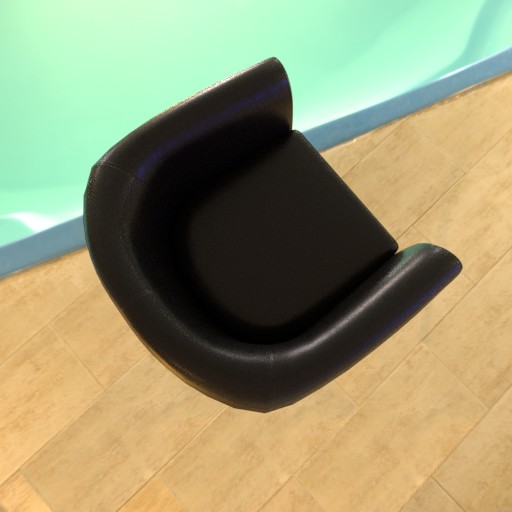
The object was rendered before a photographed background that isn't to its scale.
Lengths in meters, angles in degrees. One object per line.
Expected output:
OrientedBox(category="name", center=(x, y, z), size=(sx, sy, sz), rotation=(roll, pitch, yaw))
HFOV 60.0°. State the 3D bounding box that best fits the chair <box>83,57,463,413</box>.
OrientedBox(category="chair", center=(0.000, 0.000, 1.342), size=(0.727, 0.756, 0.793), rotation=(-36, 78, -9))
